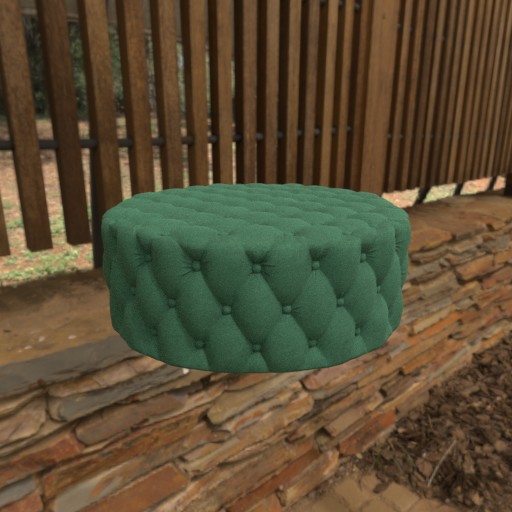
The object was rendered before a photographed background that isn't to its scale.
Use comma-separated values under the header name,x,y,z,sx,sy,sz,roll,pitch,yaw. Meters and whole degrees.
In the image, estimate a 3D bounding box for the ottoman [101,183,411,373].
name,x,y,z,sx,sy,sz,roll,pitch,yaw
ottoman,0.000,0.000,1.522,0.998,0.399,0.998,0,17,0
